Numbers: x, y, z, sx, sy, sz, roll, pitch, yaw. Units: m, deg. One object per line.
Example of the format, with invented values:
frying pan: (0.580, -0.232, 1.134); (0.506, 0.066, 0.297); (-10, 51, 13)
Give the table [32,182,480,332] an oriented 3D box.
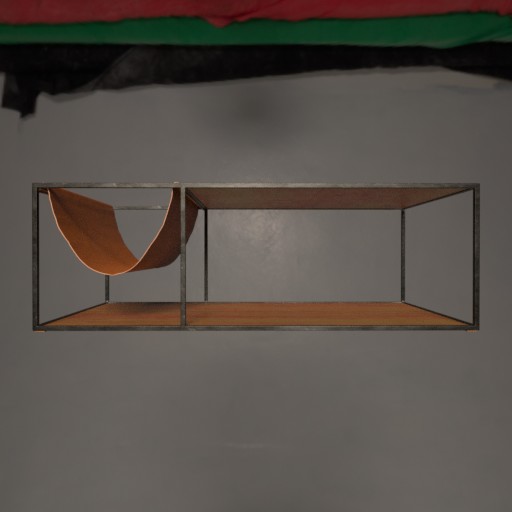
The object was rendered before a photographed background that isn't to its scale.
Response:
table: (0.000, 0.000, 1.486); (1.199, 0.403, 0.597); (0, 0, 0)
